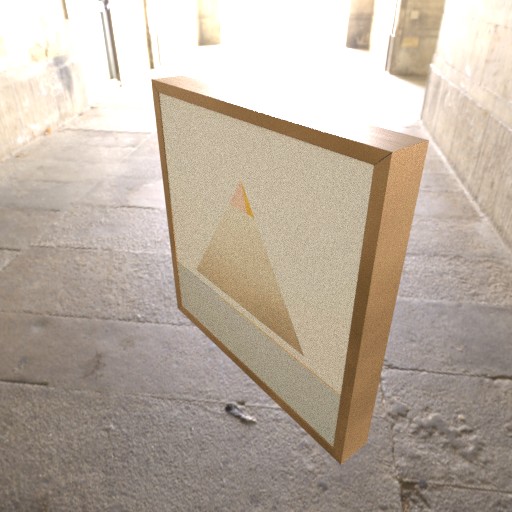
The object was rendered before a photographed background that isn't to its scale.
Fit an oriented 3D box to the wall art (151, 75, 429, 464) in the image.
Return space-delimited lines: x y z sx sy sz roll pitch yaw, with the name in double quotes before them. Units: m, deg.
"wall art" 0.000 0.000 0.452 0.038 0.303 0.305 -23 38 -32
